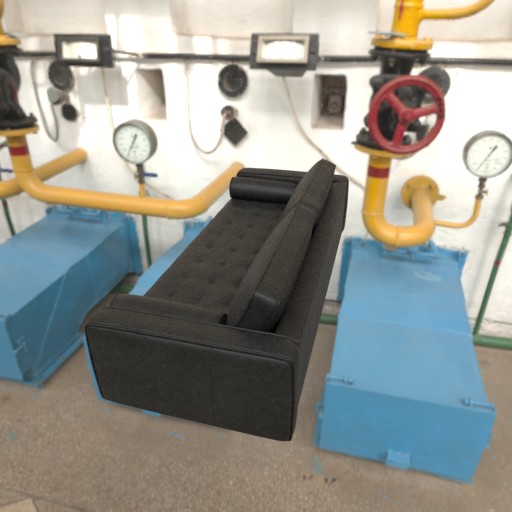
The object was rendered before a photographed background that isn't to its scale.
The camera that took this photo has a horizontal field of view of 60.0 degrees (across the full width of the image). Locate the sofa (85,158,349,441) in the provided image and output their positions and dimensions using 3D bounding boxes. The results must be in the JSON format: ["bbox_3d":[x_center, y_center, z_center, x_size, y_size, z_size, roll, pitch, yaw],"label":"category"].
[{"bbox_3d":[0.000,0.000,2.710,0.914,0.762,2.210,8,30,14],"label":"sofa"}]
